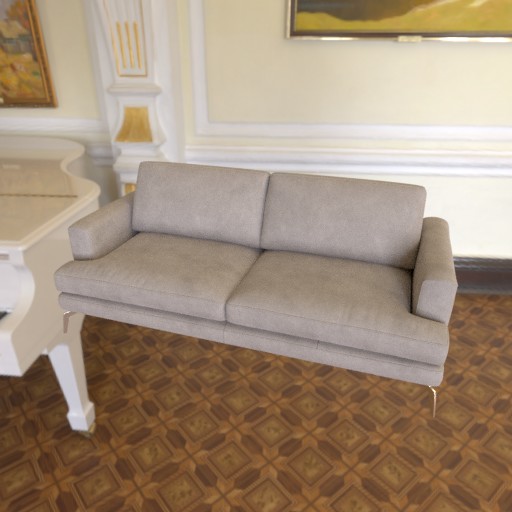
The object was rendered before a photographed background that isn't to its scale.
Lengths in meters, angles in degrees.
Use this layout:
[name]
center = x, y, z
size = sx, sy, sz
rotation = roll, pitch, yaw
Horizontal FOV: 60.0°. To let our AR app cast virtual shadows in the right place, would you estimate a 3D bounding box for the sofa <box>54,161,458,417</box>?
[sofa]
center = 0.000, 0.000, 2.473
size = 2.013, 0.830, 0.980
rotation = 8, 27, 16
